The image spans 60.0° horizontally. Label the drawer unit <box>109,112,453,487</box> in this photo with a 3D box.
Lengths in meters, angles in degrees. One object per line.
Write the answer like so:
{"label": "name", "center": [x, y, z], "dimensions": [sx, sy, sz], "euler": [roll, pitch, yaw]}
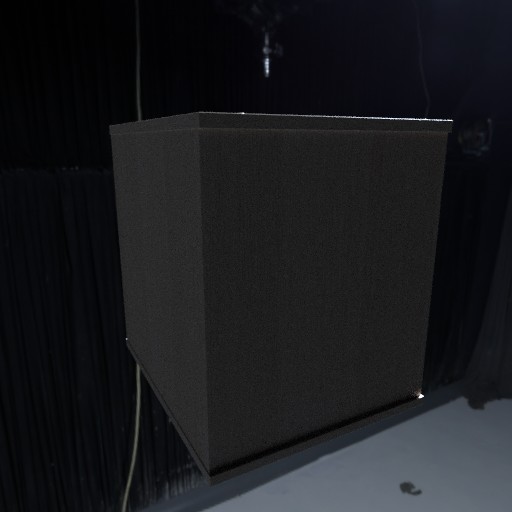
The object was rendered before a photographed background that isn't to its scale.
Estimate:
{"label": "drawer unit", "center": [0.000, 0.000, 0.598], "dimensions": [0.290, 0.344, 0.349], "euler": [-8, 16, -28]}
